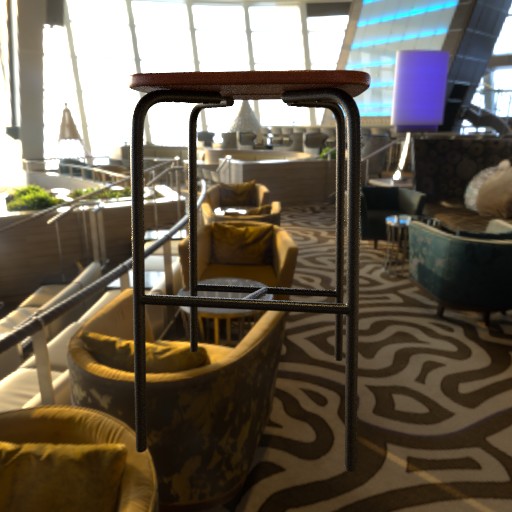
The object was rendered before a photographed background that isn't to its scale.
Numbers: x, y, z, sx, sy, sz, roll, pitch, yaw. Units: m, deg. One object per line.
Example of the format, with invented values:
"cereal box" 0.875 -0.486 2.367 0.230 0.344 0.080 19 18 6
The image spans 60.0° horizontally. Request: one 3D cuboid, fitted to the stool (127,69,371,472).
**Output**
"stool" 0.000 0.000 0.836 0.376 0.610 0.376 2 16 7
